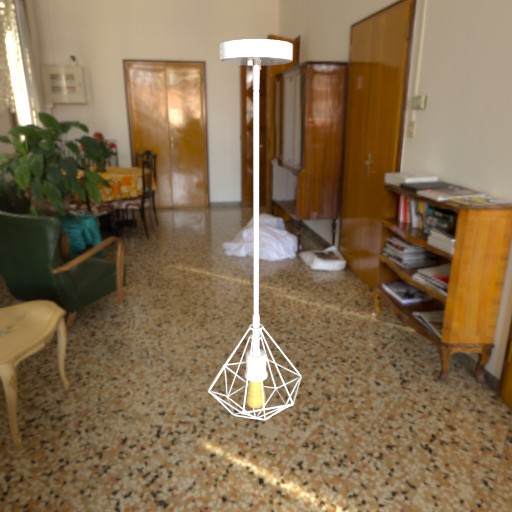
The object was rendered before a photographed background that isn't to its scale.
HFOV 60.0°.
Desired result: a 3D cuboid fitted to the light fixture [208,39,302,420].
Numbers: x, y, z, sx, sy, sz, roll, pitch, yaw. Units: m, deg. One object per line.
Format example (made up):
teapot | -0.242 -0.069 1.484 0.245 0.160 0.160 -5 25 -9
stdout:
light fixture | 0.000 0.000 2.037 0.487 1.764 0.431 16 24 42
